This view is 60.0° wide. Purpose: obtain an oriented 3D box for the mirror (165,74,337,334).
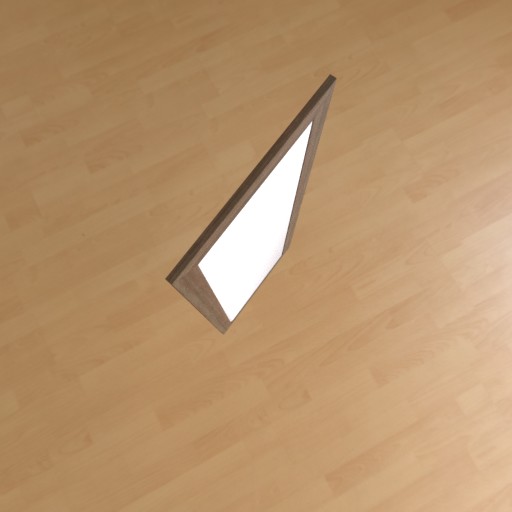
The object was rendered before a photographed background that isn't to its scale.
[{"bbox_3d":[0.000,0.000,2.292,0.025,2.032,0.812,36,79,8],"label":"mirror"}]
